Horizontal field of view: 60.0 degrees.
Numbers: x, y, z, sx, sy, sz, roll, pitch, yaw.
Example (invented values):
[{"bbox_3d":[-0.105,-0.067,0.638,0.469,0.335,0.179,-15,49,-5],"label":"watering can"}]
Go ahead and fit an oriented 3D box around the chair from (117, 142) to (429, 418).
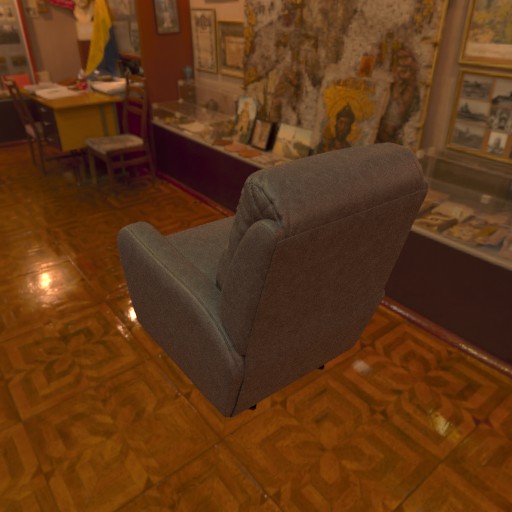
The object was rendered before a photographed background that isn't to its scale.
[{"bbox_3d":[0.000,0.000,1.854,0.865,1.067,1.067,-20,36,-31],"label":"chair"}]
